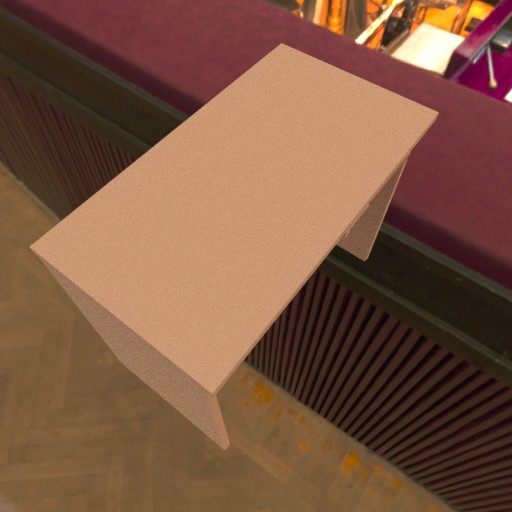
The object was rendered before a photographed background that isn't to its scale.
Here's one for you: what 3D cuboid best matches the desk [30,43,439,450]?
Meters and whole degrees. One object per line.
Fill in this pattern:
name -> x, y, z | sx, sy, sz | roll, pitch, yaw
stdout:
desk -> 0.000, 0.000, 1.338 | 0.498, 0.729, 0.900 | 33, 63, 19
